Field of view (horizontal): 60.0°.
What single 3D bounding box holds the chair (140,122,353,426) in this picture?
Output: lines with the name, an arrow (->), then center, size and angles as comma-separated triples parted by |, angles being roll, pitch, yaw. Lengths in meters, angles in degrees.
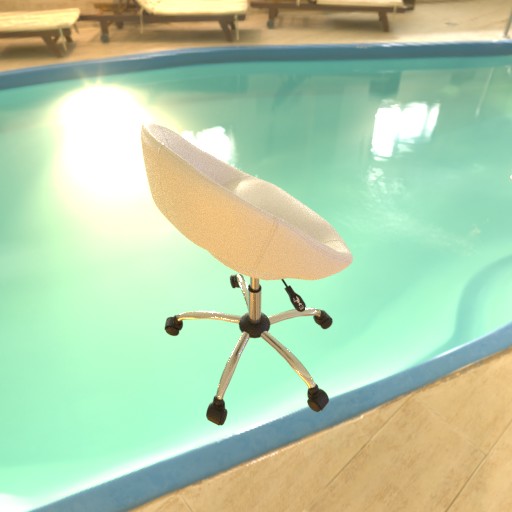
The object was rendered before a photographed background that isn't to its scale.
chair -> 0.000, 0.000, 1.204 | 0.538, 0.791, 0.612 | -26, 47, -26
